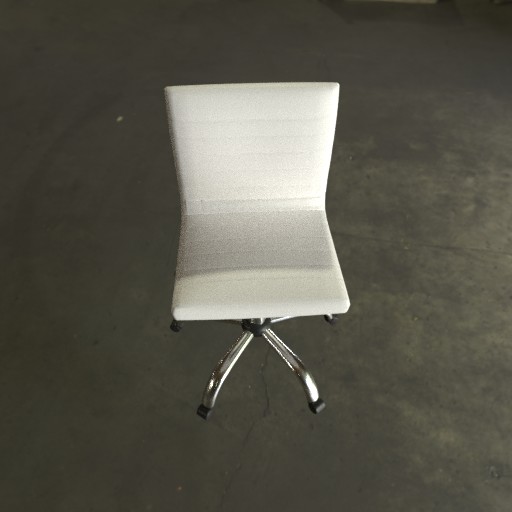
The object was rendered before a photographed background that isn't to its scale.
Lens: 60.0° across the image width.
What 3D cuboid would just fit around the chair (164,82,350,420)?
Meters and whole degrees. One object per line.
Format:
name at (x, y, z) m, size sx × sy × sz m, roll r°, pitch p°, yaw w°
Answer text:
chair at (0.000, 0.000, 1.150) m, size 0.556 × 0.780 × 0.530 m, roll -2°, pitch 46°, yaw -2°
